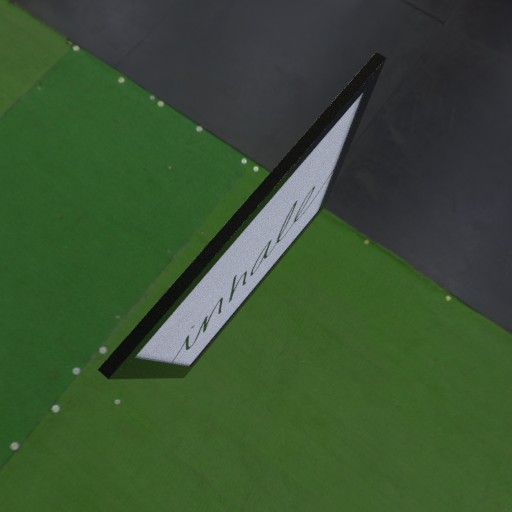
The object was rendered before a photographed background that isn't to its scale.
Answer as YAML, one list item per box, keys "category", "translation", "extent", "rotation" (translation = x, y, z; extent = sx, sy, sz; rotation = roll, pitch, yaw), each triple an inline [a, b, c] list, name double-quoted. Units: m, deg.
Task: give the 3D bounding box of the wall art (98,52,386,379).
- category: "wall art"
  translation: [0.000, 0.000, 0.665]
  extent: [0.014, 0.445, 0.446]
  rotation: [38, 78, 9]
